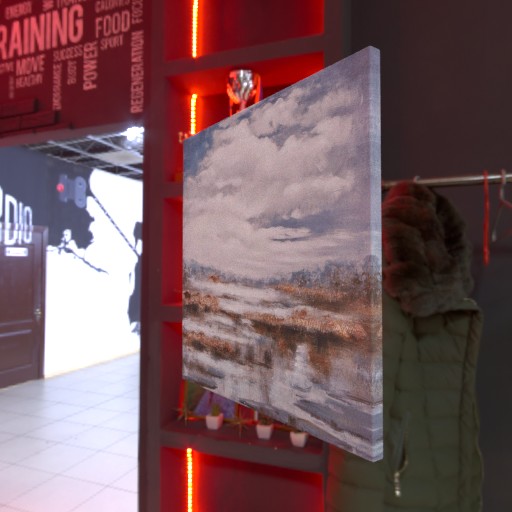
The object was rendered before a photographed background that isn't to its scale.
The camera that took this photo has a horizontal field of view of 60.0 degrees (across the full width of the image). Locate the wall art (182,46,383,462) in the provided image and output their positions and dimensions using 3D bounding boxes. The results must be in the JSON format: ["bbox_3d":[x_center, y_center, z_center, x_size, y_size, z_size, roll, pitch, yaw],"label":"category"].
[{"bbox_3d":[0.000,0.000,1.499,0.040,1.020,1.010,1,-2,-36],"label":"wall art"}]
